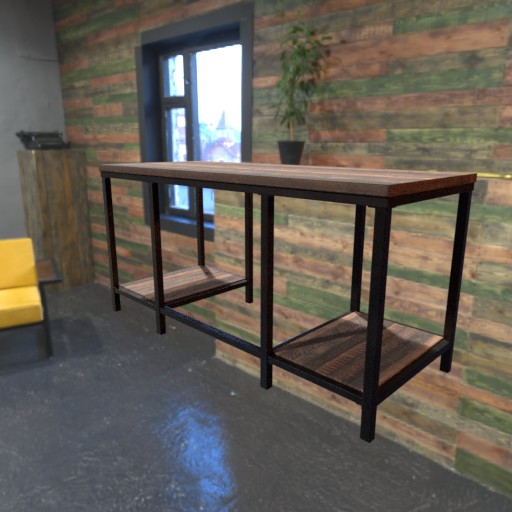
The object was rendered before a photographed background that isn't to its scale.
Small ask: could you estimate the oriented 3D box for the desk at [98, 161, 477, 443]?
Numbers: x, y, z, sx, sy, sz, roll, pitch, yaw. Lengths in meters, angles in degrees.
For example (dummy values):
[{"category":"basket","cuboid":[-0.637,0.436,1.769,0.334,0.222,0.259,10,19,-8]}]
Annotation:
[{"category":"desk","cuboid":[0.000,0.000,1.934,1.538,0.753,0.617,14,20,43]}]
